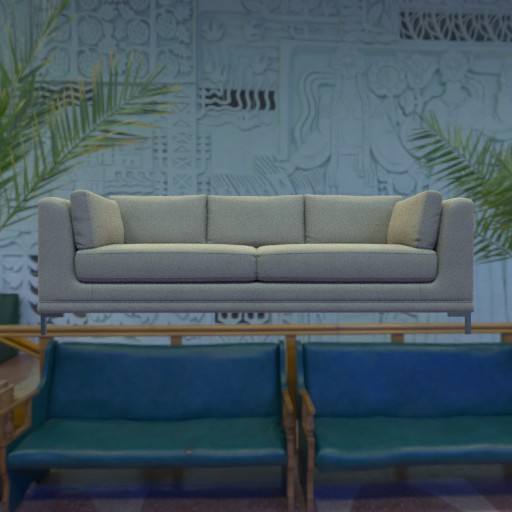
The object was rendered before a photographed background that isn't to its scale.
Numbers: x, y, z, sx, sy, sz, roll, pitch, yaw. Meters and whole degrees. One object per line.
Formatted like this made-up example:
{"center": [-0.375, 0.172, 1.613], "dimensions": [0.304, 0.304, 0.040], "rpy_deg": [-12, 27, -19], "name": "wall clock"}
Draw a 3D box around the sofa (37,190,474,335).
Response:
{"center": [0.000, 0.000, 2.903], "dimensions": [2.415, 0.867, 0.969], "rpy_deg": [0, 0, -1], "name": "sofa"}
